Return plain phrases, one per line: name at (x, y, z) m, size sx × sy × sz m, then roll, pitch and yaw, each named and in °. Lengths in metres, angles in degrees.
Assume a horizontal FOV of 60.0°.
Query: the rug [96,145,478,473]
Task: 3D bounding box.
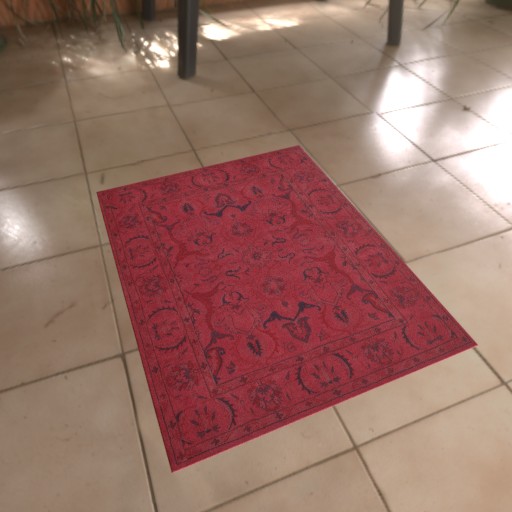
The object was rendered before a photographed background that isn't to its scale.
rug at (0.000, 0.000, 3.870) m, size 2.300 × 0.012 × 2.929 m, roll -17°, pitch 48°, yaw -16°
